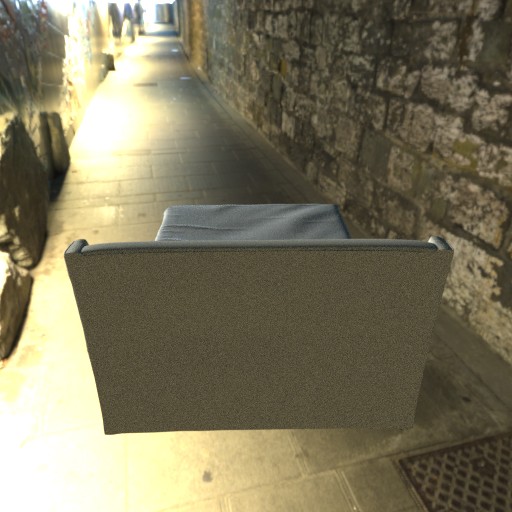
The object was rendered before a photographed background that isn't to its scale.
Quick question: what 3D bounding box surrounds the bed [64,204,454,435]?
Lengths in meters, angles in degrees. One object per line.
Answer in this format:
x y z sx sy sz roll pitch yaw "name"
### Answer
0.000 0.000 3.428 1.925 1.332 2.276 -1 29 -1 "bed"
